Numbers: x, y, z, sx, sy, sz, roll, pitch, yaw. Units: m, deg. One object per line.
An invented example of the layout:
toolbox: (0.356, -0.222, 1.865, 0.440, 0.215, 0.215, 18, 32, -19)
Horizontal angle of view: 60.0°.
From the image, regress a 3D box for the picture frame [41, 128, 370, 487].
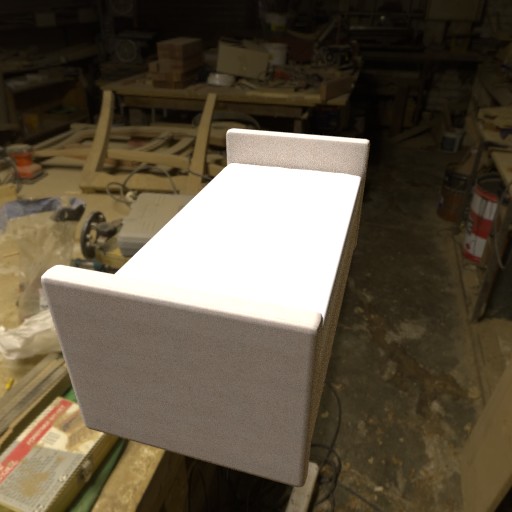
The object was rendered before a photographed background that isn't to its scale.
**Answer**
picture frame: (0.000, 0.000, 2.642, 1.069, 0.891, 2.161, 9, 32, 14)
